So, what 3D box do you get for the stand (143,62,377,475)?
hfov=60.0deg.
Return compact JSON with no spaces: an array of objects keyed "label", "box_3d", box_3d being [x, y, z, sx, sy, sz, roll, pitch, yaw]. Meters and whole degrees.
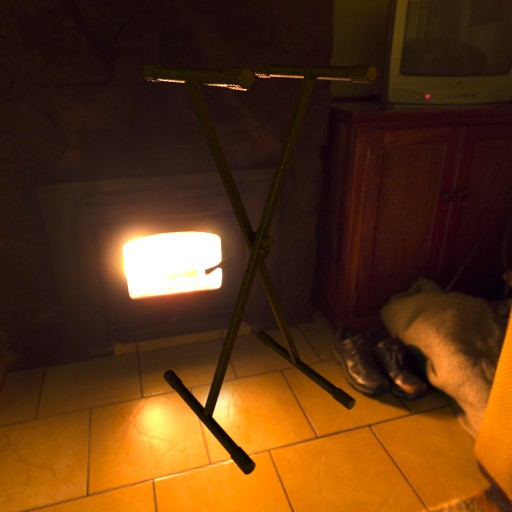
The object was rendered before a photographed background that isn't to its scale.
[{"label":"stand","box_3d":[0.000,0.000,1.185,0.409,0.940,0.449,-17,30,-33]}]
